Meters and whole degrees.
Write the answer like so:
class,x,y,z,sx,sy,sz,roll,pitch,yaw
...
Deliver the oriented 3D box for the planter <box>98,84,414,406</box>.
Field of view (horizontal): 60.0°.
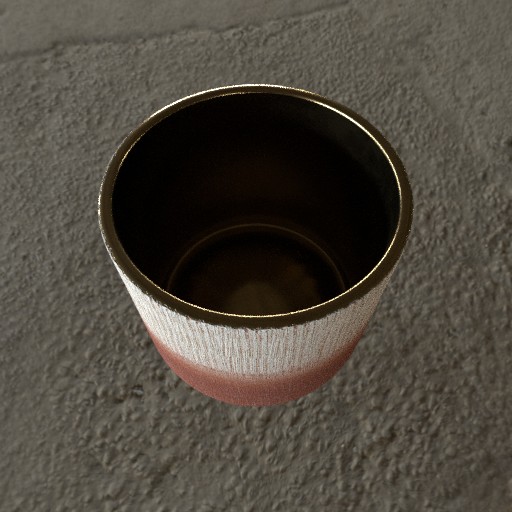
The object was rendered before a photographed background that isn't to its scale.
class,x,y,z,sx,sy,sz,roll,pitch,yaw
planter,0.000,0.000,0.447,0.254,0.221,0.254,0,58,0
